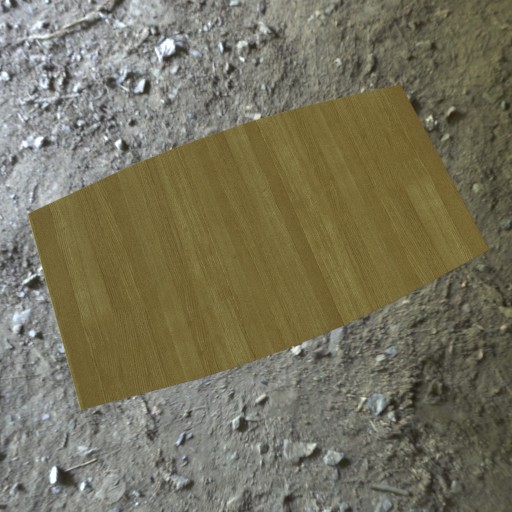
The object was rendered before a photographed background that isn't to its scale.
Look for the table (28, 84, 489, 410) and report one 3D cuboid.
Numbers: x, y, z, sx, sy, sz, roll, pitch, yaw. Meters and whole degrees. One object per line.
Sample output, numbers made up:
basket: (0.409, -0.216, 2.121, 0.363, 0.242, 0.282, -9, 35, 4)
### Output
table: (0.000, 0.000, 2.057, 1.598, 0.748, 0.900, -20, 76, -5)
